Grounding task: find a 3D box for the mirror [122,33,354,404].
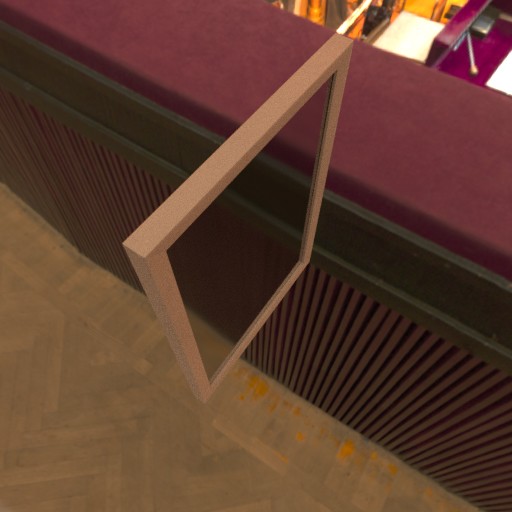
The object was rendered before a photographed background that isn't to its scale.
[{"bbox_3d":[0.000,0.000,0.926,0.040,0.710,0.507,31,63,17],"label":"mirror"}]
